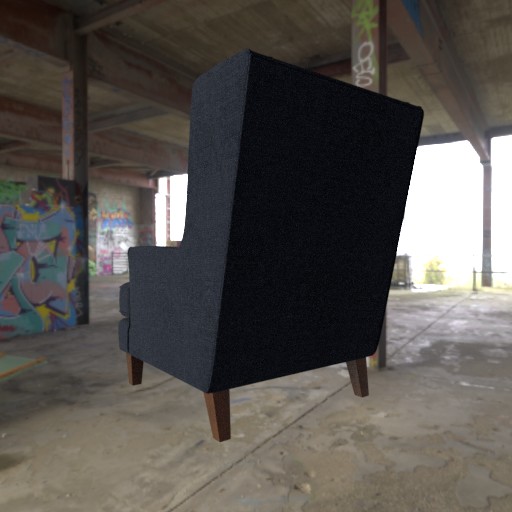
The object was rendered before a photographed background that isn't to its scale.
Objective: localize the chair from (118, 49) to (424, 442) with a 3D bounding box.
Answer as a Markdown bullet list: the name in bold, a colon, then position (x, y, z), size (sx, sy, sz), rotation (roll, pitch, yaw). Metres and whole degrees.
- **chair**: position (0.000, 0.000, 1.699), size (0.764, 1.072, 0.947), rotation (-1, 1, -37)
